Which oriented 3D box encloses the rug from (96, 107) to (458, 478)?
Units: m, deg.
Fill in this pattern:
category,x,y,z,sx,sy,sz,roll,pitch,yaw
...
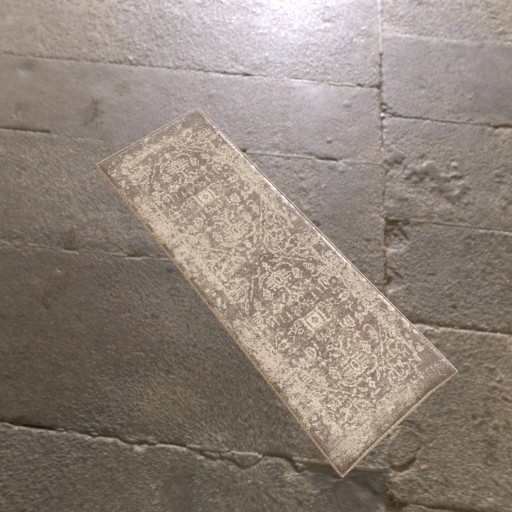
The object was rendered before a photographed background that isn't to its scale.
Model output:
category,x,y,z,sx,sy,sz,roll,pitch,yaw
rug,0.000,0.000,2.710,0.855,0.017,2.452,-35,68,-16
